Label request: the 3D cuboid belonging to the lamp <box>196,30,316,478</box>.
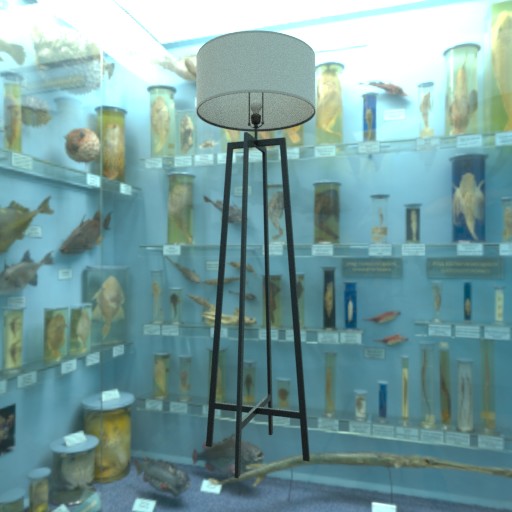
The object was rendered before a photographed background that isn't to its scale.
[{"bbox_3d":[0.000,0.000,1.707,0.457,1.510,0.456,0,-1,19],"label":"lamp"}]
